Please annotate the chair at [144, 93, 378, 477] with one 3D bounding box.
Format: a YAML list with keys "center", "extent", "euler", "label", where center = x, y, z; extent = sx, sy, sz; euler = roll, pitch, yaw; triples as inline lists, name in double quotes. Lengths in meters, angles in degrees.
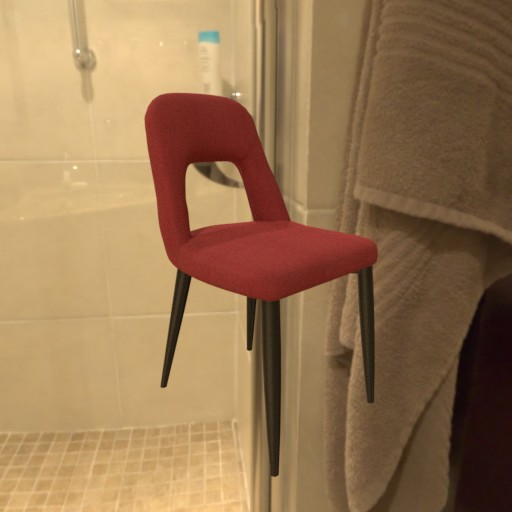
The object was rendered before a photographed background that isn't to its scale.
- center: [0.000, 0.000, 1.251]
  extent: [0.483, 0.892, 0.569]
  euler: [-15, 21, -42]
  label: "chair"
